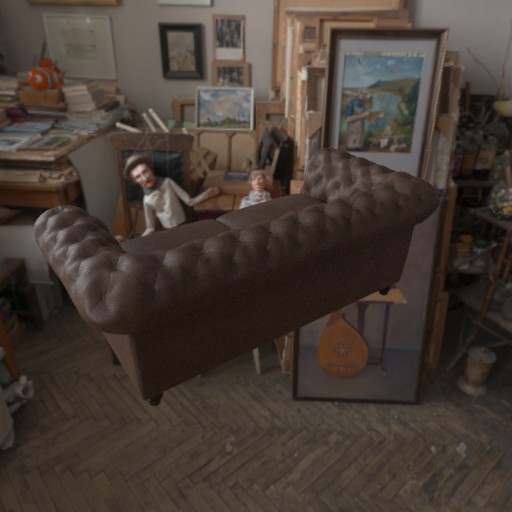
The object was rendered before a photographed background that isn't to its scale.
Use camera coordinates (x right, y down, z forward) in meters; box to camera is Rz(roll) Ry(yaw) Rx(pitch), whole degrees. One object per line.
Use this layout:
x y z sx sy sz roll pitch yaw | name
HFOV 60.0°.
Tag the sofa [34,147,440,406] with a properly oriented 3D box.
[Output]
0.000 0.000 2.485 2.048 0.784 0.955 -19 35 -29 | sofa
